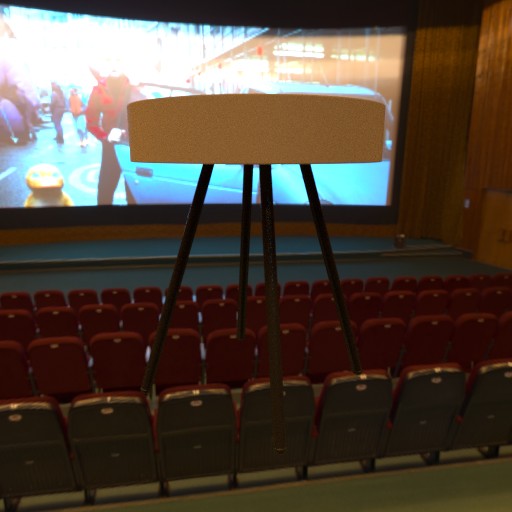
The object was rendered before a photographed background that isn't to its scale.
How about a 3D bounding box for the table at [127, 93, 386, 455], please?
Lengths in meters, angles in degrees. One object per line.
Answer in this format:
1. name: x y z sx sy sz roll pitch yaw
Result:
1. table: 0.000 0.000 0.830 0.450 0.525 0.450 0 13 0
